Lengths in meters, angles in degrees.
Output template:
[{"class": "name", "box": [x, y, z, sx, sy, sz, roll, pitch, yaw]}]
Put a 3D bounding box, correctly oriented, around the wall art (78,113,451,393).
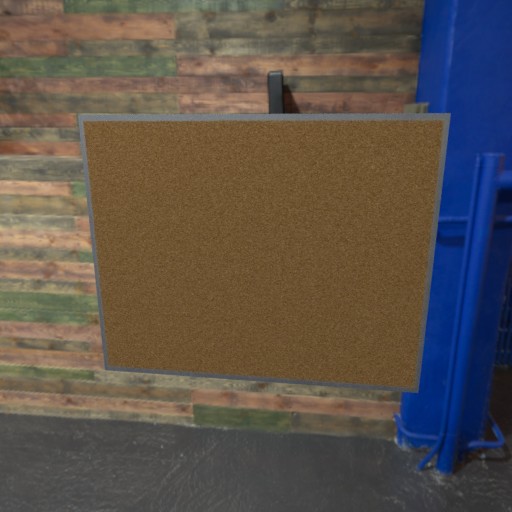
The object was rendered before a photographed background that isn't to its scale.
[{"class": "wall art", "box": [0.000, 0.000, 0.739, 0.557, 0.450, 0.037, 2, 16, 7]}]
